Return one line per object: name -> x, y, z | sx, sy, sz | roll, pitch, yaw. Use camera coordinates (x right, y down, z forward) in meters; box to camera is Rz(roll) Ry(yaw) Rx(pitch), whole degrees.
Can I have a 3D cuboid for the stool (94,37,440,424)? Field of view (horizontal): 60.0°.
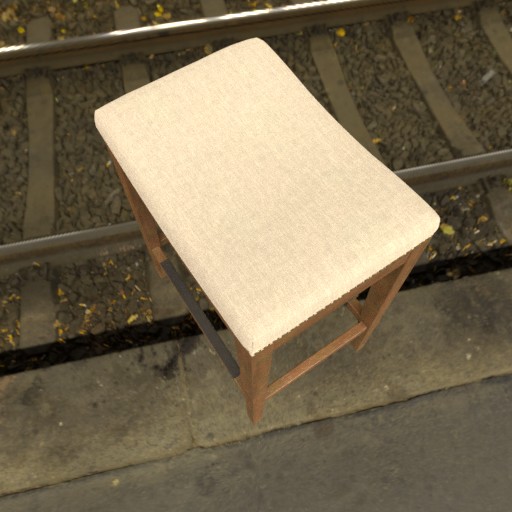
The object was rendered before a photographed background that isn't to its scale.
stool -> 0.000, 0.000, 0.955 | 0.356, 0.660, 0.508 | -31, 67, -14
